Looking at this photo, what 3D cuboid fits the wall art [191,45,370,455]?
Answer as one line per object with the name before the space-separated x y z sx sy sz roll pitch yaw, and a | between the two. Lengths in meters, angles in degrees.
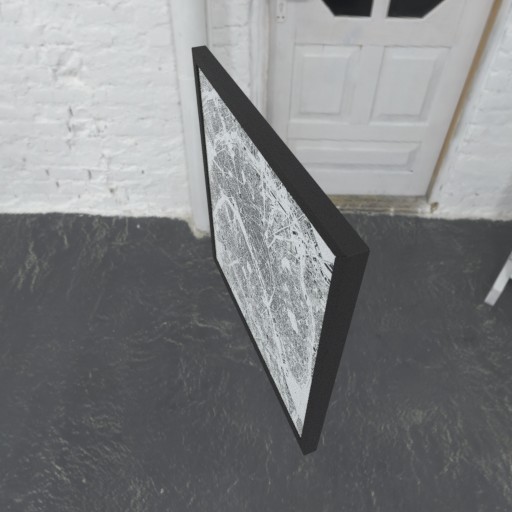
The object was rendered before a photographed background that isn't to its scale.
wall art | 0.000 0.000 1.131 0.037 0.763 0.763 -16 49 -15
